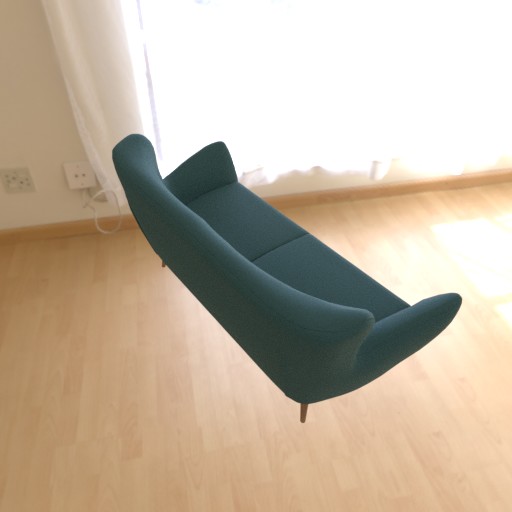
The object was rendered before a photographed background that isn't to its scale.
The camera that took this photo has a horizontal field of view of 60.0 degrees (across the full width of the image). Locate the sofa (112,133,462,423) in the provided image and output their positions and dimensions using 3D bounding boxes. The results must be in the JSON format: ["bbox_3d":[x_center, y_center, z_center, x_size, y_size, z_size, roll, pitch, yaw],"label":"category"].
[{"bbox_3d":[0.000,0.000,2.426,0.889,0.890,1.930,-26,47,-27],"label":"sofa"}]
